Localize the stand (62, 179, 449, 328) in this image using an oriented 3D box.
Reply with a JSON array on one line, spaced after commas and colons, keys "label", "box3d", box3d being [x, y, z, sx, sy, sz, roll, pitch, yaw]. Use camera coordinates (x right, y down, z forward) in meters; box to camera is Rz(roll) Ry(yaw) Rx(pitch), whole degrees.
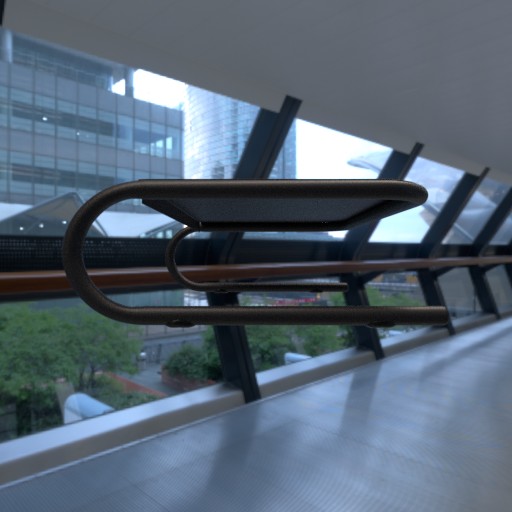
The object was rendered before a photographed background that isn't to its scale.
[{"label": "stand", "box3d": [0.000, 0.000, 0.500, 0.280, 0.108, 0.370, 0, -1, 0]}]
